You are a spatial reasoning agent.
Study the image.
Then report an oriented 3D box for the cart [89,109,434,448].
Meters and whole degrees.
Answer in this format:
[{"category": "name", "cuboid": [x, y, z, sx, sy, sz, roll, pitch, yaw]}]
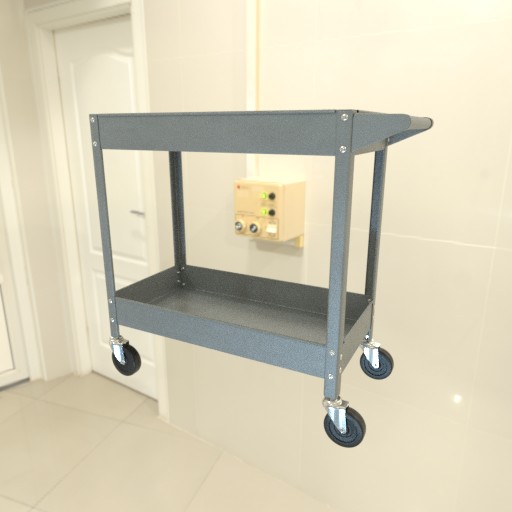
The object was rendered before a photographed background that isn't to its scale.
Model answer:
[{"category": "cart", "cuboid": [0.000, 0.000, 1.176, 0.779, 0.719, 0.366, 8, 18, 26]}]
